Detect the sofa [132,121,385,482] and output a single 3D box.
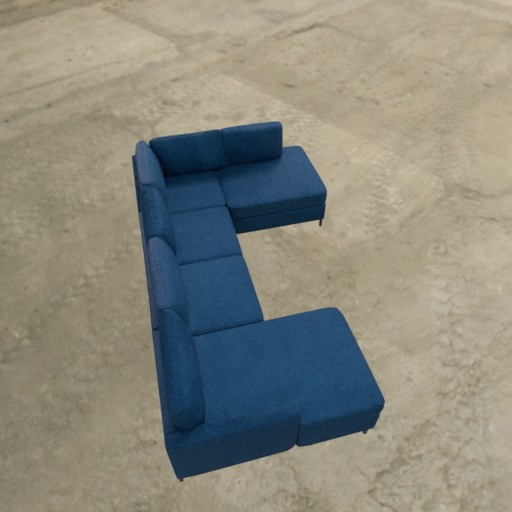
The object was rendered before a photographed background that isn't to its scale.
[{"bbox_3d":[0.000,0.000,4.254,2.055,0.992,3.434,-11,47,-10],"label":"sofa"}]
